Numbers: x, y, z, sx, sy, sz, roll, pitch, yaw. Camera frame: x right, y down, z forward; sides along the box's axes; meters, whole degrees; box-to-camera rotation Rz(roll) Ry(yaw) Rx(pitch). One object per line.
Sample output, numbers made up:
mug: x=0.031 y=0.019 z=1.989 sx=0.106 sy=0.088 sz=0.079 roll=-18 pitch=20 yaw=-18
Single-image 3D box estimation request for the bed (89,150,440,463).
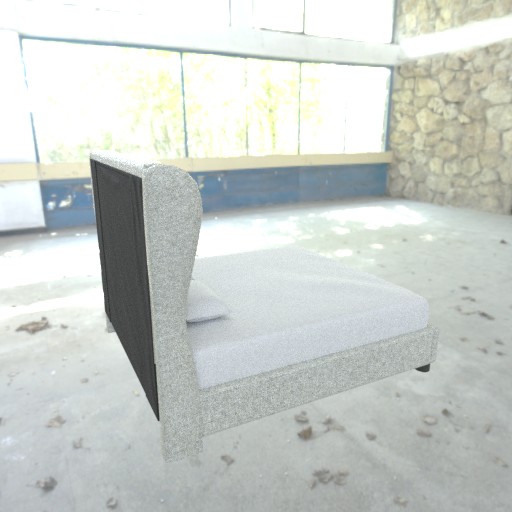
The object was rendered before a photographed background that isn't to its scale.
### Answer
bed: x=0.000 y=0.000 z=3.867 sx=2.347 sy=1.771 sz=2.219 roll=-8 pitch=18 yaw=-26
